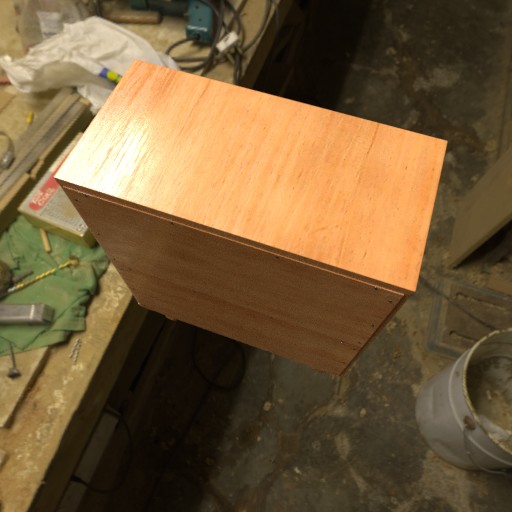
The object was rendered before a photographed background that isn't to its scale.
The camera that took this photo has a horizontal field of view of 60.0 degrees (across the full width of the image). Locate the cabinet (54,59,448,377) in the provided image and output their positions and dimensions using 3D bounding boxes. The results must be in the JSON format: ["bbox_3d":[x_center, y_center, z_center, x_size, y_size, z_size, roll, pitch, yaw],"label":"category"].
[{"bbox_3d":[0.000,0.000,1.446,0.800,1.001,0.419,18,65,9],"label":"cabinet"}]
